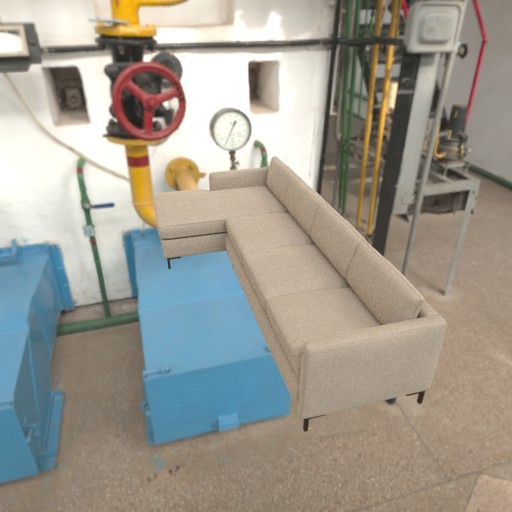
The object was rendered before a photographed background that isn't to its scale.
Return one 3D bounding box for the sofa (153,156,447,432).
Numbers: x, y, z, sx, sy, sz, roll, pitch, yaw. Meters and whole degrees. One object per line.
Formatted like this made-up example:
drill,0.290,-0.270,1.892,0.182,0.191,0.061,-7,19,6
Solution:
sofa,0.000,0.000,3.635,1.469,0.816,2.923,-8,31,-13
